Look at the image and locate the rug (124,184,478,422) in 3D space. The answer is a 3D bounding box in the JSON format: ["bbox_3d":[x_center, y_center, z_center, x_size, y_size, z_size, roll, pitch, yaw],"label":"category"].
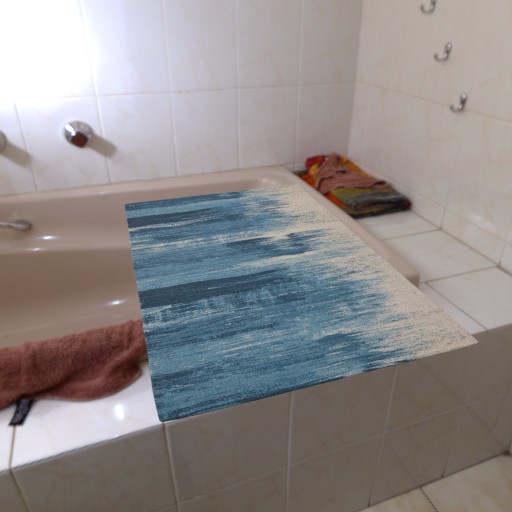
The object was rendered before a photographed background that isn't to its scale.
[{"bbox_3d":[0.000,0.000,2.299,1.232,0.009,1.836,-9,31,-16],"label":"rug"}]
